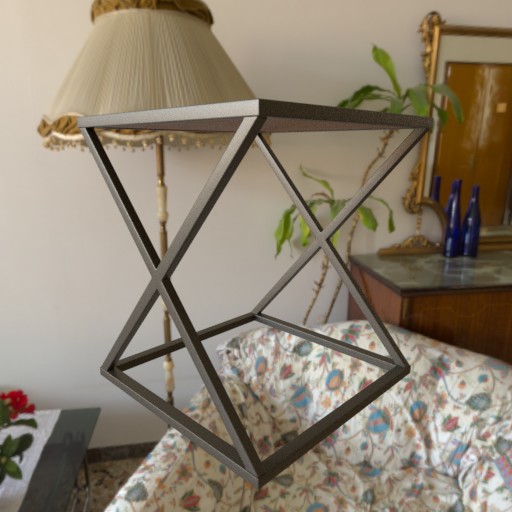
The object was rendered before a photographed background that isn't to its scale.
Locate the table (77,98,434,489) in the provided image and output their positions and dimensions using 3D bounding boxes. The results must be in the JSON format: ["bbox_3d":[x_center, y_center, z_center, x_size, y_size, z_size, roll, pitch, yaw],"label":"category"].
[{"bbox_3d":[0.000,0.000,0.943,0.500,0.565,0.500,13,19,43],"label":"table"}]
